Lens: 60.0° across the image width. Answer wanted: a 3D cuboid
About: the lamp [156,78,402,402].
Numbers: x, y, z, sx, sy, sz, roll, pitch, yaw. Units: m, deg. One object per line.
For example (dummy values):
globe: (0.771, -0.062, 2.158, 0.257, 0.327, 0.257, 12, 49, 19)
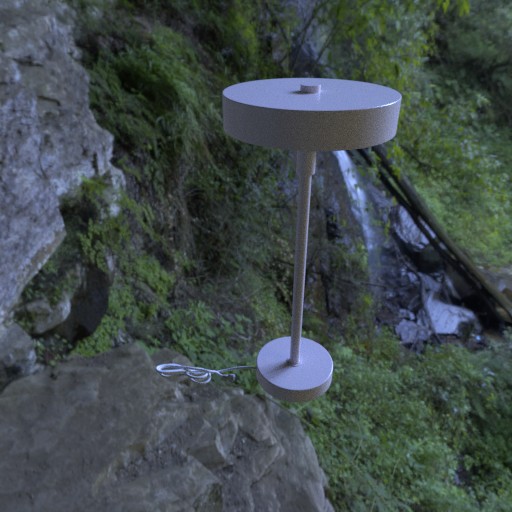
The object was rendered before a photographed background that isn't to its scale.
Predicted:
lamp: (0.000, 0.000, 0.696, 0.369, 0.508, 0.229, -1, 30, -2)
